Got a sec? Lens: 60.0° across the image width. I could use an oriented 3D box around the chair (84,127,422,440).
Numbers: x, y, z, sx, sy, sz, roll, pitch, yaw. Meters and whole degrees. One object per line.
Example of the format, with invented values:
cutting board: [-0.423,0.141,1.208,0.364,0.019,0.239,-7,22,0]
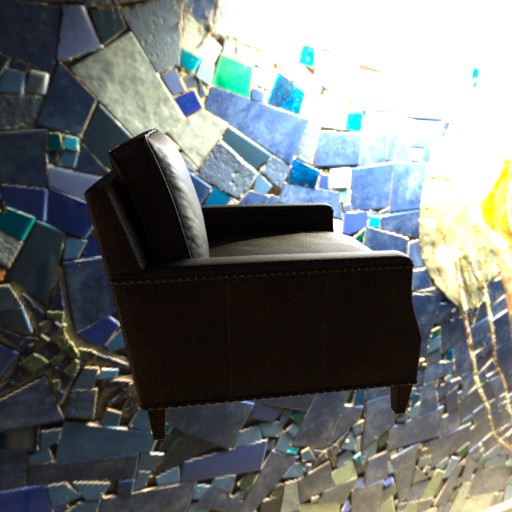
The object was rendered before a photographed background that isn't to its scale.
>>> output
chair: [0.000,0.000,1.690,1.014,0.929,0.853,-3,18,-8]
